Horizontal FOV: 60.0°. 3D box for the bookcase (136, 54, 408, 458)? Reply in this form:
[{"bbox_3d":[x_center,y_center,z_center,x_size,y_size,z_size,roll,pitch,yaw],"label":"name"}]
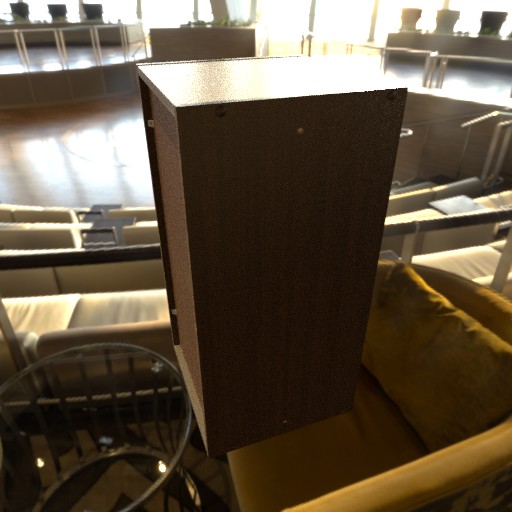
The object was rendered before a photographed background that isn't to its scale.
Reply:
[{"bbox_3d":[0.000,0.000,0.779,0.290,0.600,0.300,-11,34,-18],"label":"bookcase"}]
